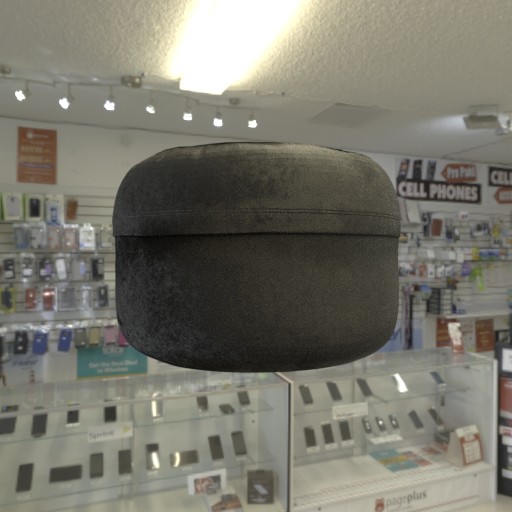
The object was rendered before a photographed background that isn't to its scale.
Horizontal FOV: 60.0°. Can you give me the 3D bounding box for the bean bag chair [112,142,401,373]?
[{"bbox_3d":[0.000,0.000,1.486,0.918,0.605,0.918,0,0,0],"label":"bean bag chair"}]
